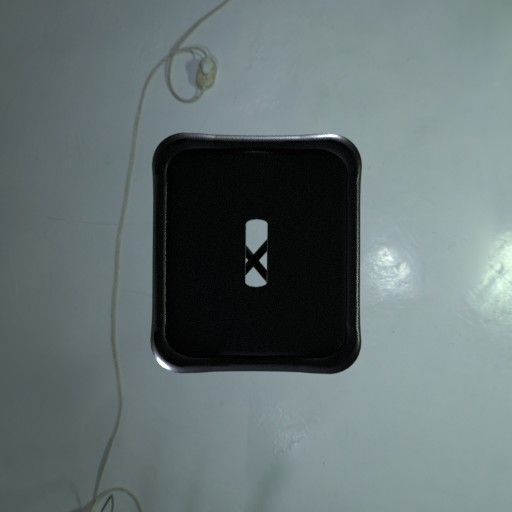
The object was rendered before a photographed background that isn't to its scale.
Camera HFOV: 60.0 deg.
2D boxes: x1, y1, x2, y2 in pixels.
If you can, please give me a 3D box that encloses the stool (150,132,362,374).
[{"bbox_3d":[0.000,0.000,0.834,0.359,0.609,0.399,0,89,0],"label":"stool"}]
